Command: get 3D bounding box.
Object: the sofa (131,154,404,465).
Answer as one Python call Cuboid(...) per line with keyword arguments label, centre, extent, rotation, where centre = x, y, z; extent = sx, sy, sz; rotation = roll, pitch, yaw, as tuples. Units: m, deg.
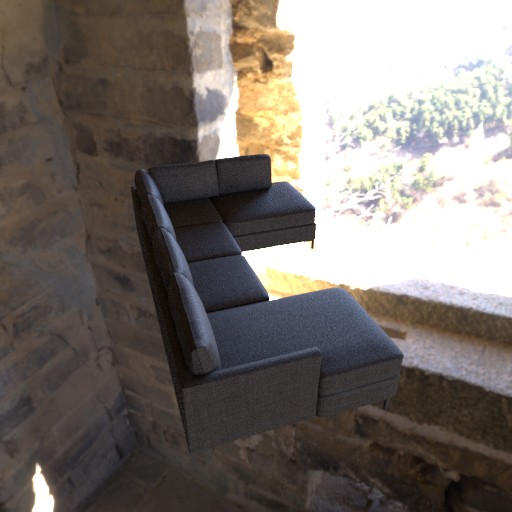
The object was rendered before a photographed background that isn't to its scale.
Cuboid(label="sofa", centre=(0.000, 0.000, 4.342), extent=(2.048, 0.999, 3.423), rotation=(-10, 32, -16))
